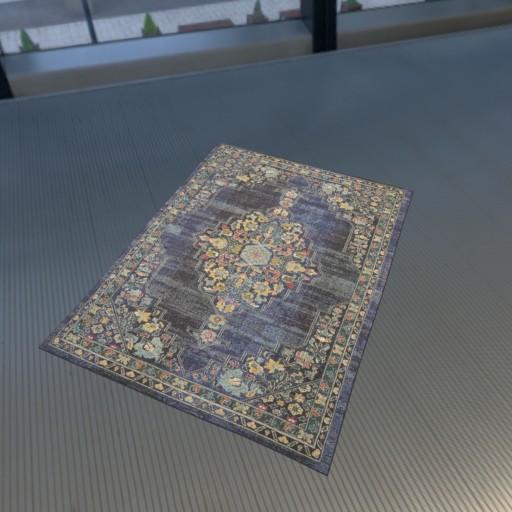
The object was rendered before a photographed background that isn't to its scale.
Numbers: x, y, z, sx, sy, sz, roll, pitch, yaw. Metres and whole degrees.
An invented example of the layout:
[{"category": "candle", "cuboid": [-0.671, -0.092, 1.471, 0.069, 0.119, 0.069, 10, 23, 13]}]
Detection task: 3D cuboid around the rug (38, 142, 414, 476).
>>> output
[{"category": "rug", "cuboid": [0.000, 0.000, 4.737, 2.716, 0.035, 3.612, 18, 50, 16]}]
